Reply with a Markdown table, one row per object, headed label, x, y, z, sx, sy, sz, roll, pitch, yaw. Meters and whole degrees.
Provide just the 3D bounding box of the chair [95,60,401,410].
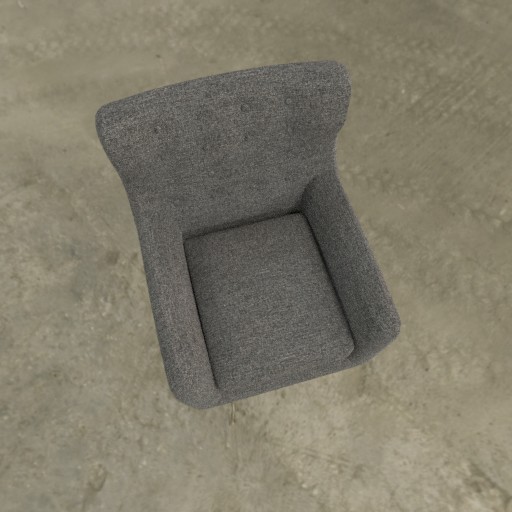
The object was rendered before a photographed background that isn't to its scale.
| label | x | y | z | sx | sy | sz | roll | pitch | yaw |
| --- | --- | --- | --- | --- | --- | --- | --- | --- | --- |
| chair | 0.000 | 0.000 | 1.758 | 0.889 | 1.039 | 0.940 | -14 | 63 | -7 |
